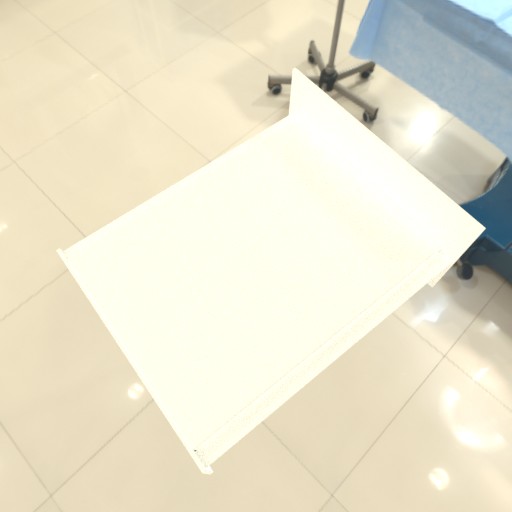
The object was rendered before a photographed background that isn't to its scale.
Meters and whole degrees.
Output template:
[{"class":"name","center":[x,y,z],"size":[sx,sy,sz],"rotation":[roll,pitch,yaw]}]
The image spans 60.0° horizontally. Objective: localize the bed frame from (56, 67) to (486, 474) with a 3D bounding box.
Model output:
[{"class":"bed frame","center":[0.000,0.000,2.821],"size":[1.960,0.800,1.622],"rotation":[-35,68,-16]}]
